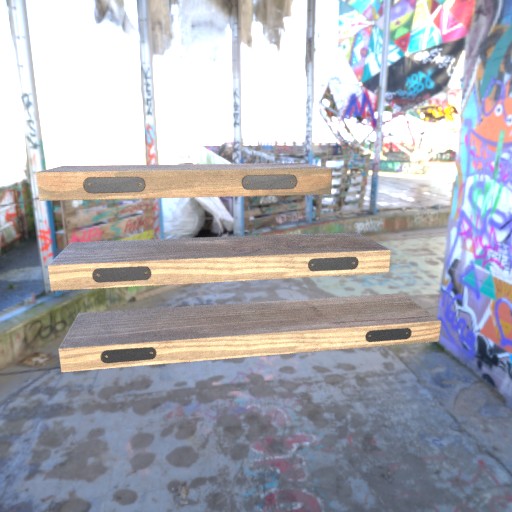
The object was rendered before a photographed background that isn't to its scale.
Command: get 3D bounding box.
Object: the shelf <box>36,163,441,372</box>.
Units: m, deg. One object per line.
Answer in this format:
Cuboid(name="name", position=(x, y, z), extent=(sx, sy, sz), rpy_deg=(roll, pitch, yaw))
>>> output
Cuboid(name="shelf", position=(0.000, 0.000, 0.735), extent=(0.610, 0.293, 0.140), rpy_deg=(-3, 15, -9))
